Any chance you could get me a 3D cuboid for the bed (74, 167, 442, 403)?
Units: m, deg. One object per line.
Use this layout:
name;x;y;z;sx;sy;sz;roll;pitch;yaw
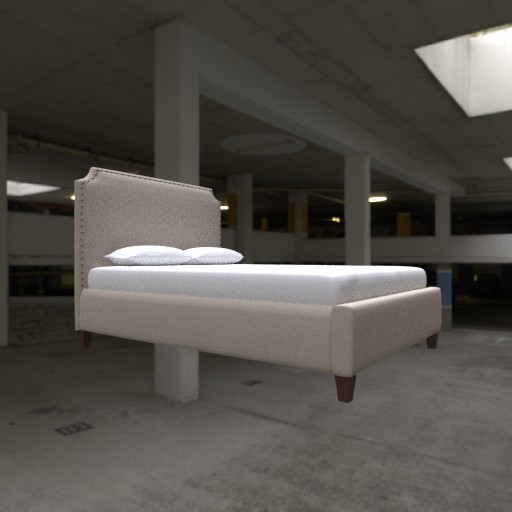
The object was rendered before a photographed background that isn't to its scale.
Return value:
bed;0.000;0.000;3.489;2.372;1.443;1.713;0;0;36
